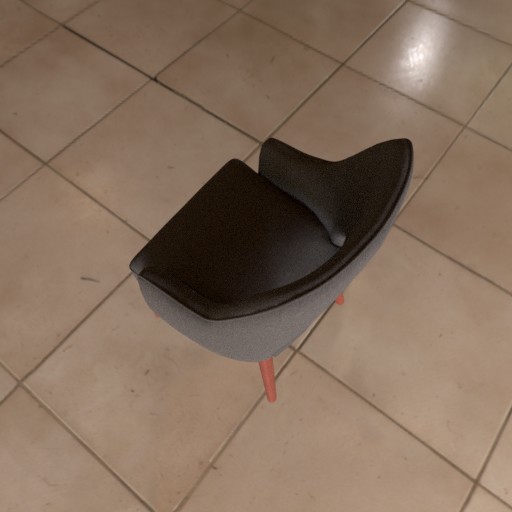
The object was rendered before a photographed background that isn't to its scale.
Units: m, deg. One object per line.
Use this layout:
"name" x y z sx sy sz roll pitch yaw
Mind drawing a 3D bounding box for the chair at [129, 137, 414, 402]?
"chair" 0.000 0.000 1.191 0.560 0.838 0.559 34 67 16
